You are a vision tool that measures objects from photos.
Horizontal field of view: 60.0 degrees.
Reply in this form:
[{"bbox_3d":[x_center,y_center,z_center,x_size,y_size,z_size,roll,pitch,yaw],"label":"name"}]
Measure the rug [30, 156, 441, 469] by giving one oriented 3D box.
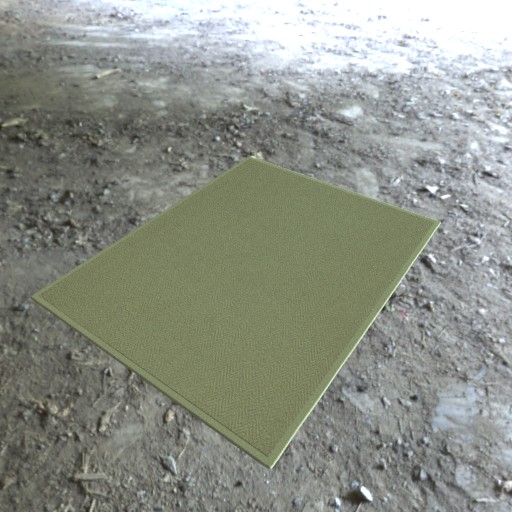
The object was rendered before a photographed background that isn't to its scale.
[{"bbox_3d":[0.000,0.000,4.057,2.407,0.020,3.051,25,46,27],"label":"rug"}]
